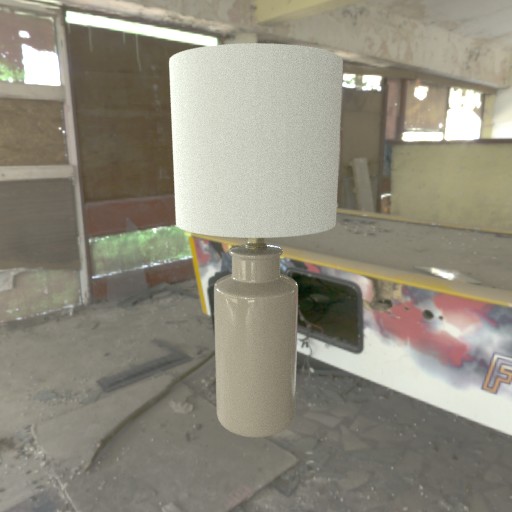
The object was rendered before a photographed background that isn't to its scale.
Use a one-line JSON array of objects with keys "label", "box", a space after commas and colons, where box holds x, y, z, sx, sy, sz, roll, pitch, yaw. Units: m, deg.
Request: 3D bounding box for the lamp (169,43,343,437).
[{"label": "lamp", "box": [0.000, 0.000, 0.608, 0.212, 0.493, 0.212, -2, 14, -8]}]
